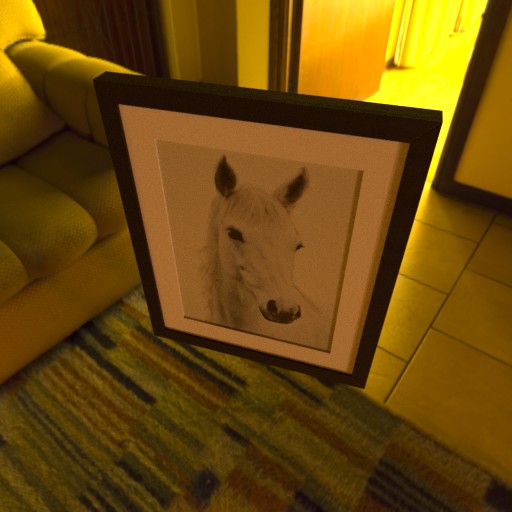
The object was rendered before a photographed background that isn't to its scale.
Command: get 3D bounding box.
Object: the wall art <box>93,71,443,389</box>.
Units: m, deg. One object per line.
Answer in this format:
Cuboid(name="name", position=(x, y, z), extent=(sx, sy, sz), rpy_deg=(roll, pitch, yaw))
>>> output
Cuboid(name="wall art", position=(0.000, 0.000, 0.748), extent=(0.455, 0.552, 0.034), rpy_deg=(11, 43, 13))
